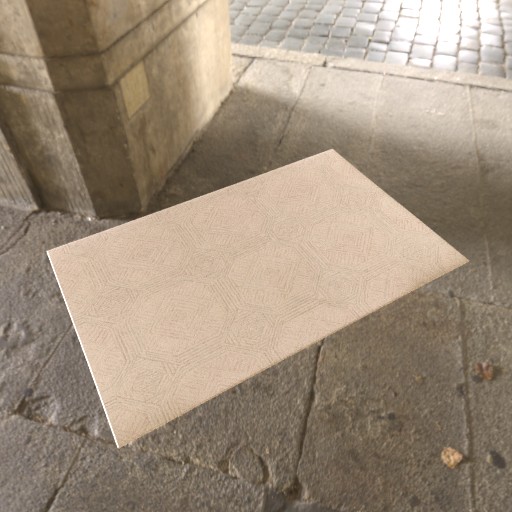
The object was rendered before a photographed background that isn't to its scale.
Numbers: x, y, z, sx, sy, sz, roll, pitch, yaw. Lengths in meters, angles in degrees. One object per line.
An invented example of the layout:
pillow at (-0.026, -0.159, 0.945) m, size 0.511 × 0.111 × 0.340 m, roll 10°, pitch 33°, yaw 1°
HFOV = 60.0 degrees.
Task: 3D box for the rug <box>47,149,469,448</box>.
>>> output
rug at (0.000, 0.000, 3.015) m, size 2.440 × 0.008 × 1.524 m, roll -23°, pitch 52°, yaw -20°
